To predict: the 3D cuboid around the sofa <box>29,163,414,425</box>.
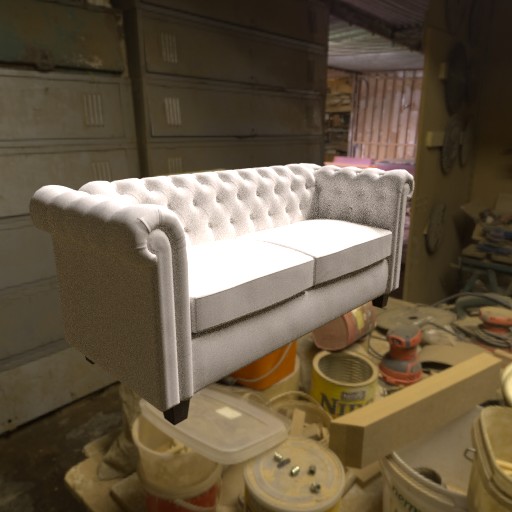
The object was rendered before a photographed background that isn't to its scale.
[{"bbox_3d":[0.000,0.000,2.196,0.771,0.796,1.798,15,22,42],"label":"sofa"}]
